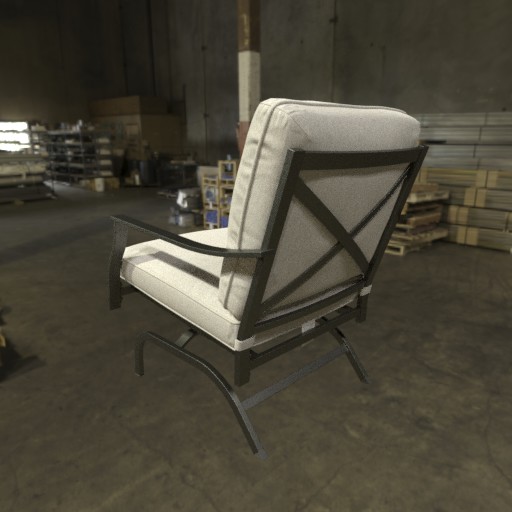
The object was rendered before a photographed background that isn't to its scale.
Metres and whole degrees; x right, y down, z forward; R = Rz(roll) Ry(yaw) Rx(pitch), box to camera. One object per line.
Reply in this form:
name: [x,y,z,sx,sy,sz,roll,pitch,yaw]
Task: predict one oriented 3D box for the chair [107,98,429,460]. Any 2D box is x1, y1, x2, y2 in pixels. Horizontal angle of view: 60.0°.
chair: [0.000,0.000,1.363,0.787,0.860,0.650,14,21,43]
